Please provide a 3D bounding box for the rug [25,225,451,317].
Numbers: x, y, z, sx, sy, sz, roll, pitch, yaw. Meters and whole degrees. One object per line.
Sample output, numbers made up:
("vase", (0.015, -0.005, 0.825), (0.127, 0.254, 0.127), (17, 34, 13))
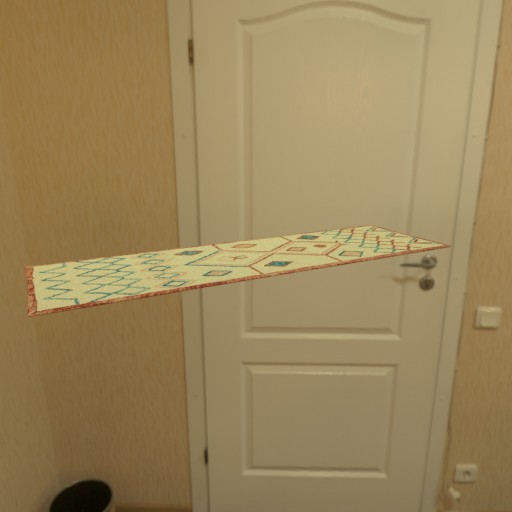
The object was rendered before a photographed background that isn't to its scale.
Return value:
("rug", (0.000, 0.000, 2.623), (2.435, 0.011, 0.750), (-8, 17, -26))
